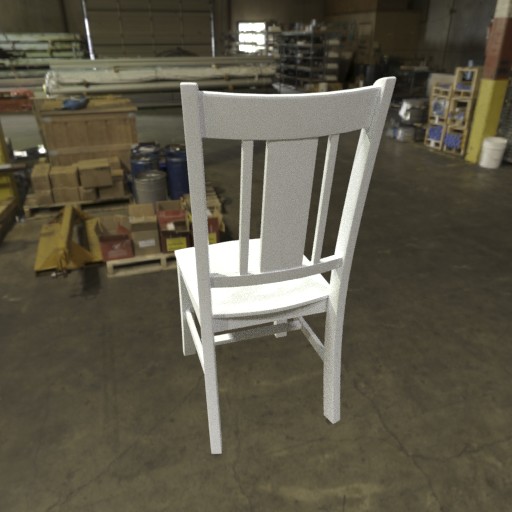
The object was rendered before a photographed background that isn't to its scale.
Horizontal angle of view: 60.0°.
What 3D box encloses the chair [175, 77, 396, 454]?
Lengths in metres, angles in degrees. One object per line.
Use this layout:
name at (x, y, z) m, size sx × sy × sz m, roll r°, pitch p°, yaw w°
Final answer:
chair at (0.000, 0.000, 1.295) m, size 0.450 × 0.998 × 0.555 m, roll -8°, pitch 27°, yaw -16°
